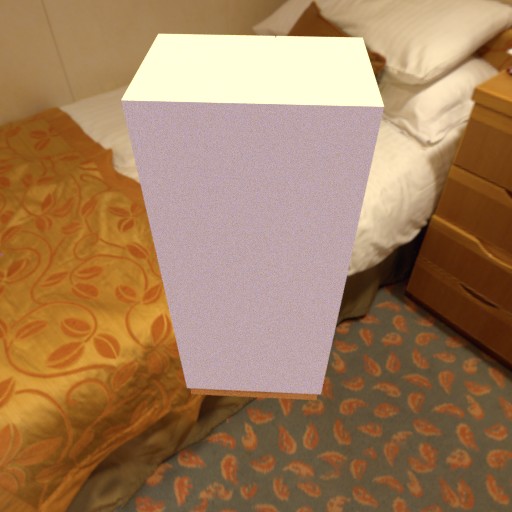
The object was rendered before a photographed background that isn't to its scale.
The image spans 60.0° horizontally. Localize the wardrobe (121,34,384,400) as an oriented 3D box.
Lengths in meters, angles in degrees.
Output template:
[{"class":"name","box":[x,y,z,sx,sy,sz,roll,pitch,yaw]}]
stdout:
[{"class":"wardrobe","box":[0.000,0.000,2.386,0.860,2.040,0.600,2,46,2]}]
